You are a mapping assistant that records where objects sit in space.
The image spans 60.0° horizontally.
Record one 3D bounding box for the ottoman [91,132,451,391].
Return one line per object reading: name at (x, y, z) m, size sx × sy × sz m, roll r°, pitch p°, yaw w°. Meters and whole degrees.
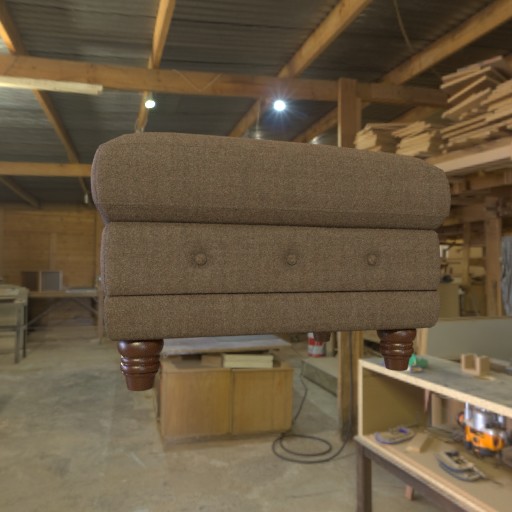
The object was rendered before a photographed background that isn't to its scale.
ottoman at (0.000, 0.000, 1.201) m, size 0.809 × 0.555 × 0.599 m, roll 0°, pitch -2°, yaw -17°
